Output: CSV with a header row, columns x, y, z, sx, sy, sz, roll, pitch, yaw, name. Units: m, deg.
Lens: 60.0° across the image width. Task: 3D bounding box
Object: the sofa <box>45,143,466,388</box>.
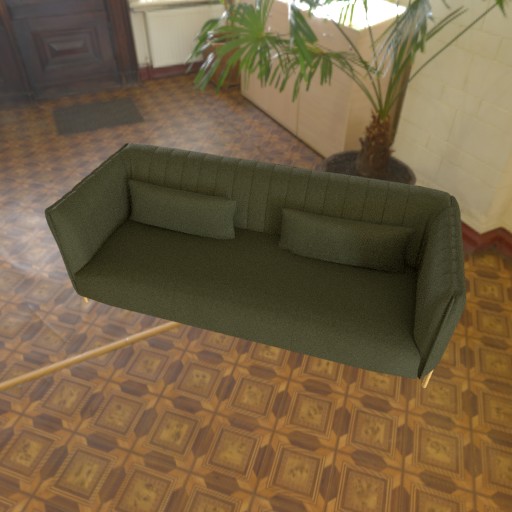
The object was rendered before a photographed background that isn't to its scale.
x,y,z,sx,sy,sz,roll,pitch,yaw,name
0.000,0.000,2.594,2.137,0.793,0.896,12,42,13,sofa
